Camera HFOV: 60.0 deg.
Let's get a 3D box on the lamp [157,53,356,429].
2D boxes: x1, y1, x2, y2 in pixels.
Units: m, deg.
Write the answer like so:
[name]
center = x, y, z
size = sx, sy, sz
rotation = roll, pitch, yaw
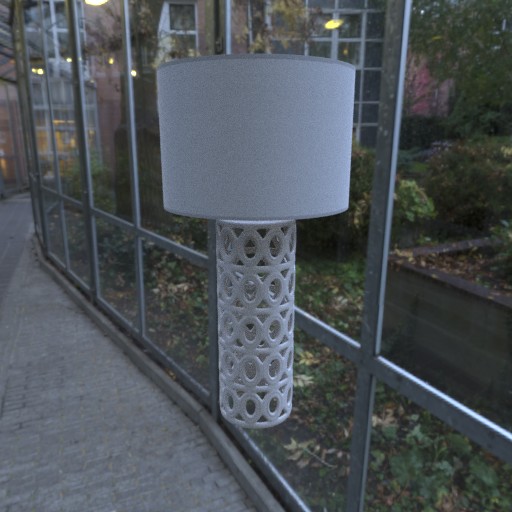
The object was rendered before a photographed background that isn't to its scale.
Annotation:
[lamp]
center = 0.000, 0.000, 0.821
size = 0.325, 0.636, 0.324
rotation = -2, 15, -9
